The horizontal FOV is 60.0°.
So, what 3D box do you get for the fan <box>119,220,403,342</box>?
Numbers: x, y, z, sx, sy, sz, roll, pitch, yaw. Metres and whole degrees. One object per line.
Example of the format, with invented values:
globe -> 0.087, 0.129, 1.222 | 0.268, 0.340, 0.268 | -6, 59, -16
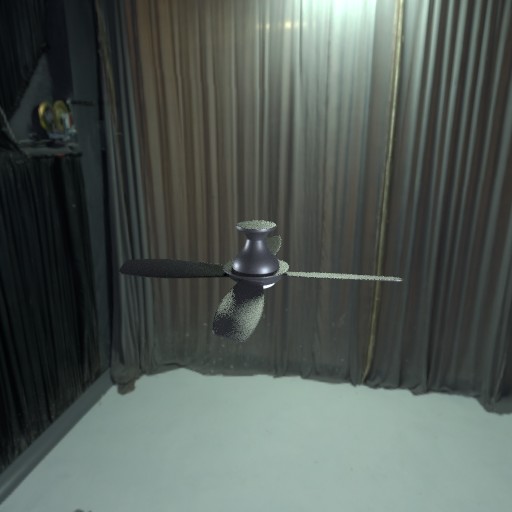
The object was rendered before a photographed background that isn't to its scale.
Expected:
fan -> 0.000, 0.000, 2.629 | 1.694, 0.382, 1.694 | 2, 17, 8
